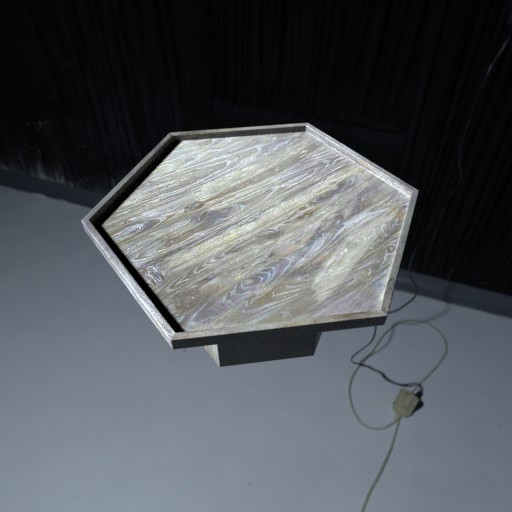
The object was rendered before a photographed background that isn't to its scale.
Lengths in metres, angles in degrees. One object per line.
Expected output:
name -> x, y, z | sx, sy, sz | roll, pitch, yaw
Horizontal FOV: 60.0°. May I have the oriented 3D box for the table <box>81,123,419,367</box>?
table -> 0.000, 0.000, 1.628 | 0.966, 0.488, 1.115 | 17, 49, 15
